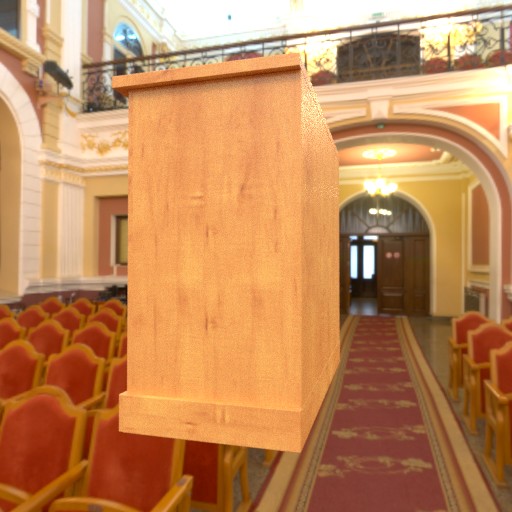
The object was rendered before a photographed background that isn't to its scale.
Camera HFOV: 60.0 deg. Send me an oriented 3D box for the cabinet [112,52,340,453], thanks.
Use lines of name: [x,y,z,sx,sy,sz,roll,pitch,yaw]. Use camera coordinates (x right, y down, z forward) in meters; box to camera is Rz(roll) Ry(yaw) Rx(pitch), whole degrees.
cabinet: [0.000,0.000,1.428,0.450,0.840,0.920,0,-1,16]
